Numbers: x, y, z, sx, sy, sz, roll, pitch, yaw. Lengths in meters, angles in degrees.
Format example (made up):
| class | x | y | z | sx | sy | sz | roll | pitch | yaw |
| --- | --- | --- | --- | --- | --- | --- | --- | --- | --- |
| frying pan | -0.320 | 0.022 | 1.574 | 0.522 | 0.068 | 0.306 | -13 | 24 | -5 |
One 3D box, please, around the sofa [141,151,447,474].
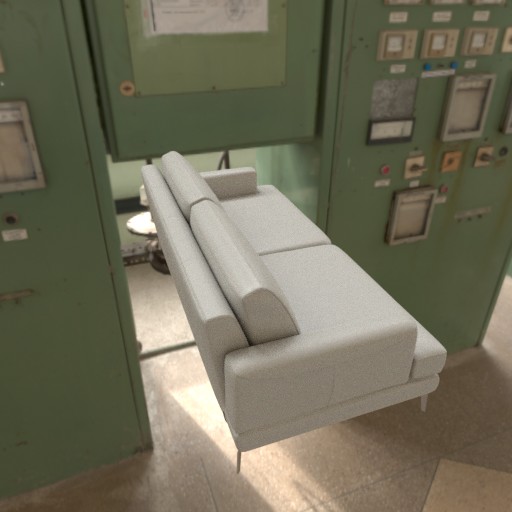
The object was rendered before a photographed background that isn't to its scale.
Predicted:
| class | x | y | z | sx | sy | sz | roll | pitch | yaw |
| --- | --- | --- | --- | --- | --- | --- | --- | --- | --- |
| sofa | 0.000 | 0.000 | 2.414 | 0.974 | 0.765 | 1.940 | -10 | 32 | -17 |
